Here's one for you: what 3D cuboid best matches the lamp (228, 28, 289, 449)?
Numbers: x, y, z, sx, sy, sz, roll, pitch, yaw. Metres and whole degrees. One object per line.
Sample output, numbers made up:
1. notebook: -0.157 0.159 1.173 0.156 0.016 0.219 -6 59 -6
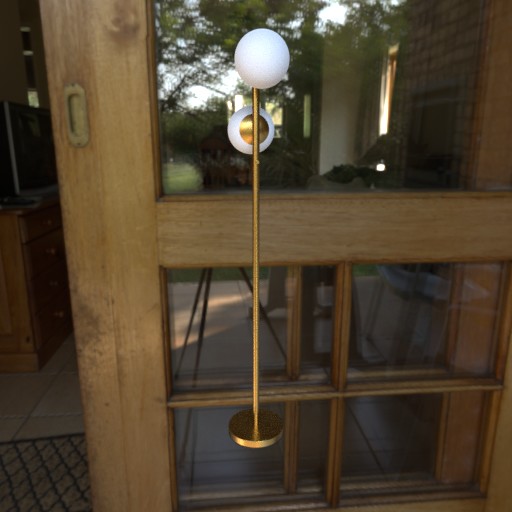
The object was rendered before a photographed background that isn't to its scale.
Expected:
1. lamp: 0.000 0.000 1.812 0.249 1.641 0.419 -3 14 -10
